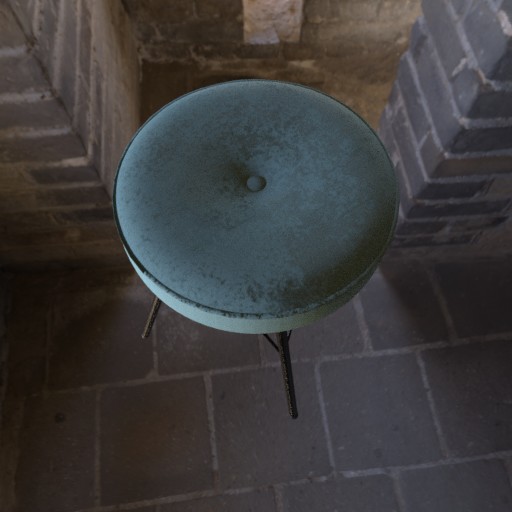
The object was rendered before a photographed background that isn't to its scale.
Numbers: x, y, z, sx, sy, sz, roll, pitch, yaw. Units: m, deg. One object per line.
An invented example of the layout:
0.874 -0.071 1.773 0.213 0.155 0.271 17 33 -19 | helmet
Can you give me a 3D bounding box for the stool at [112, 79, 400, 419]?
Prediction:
0.000 0.000 0.847 0.458 0.519 0.457 33 69 15 | stool
